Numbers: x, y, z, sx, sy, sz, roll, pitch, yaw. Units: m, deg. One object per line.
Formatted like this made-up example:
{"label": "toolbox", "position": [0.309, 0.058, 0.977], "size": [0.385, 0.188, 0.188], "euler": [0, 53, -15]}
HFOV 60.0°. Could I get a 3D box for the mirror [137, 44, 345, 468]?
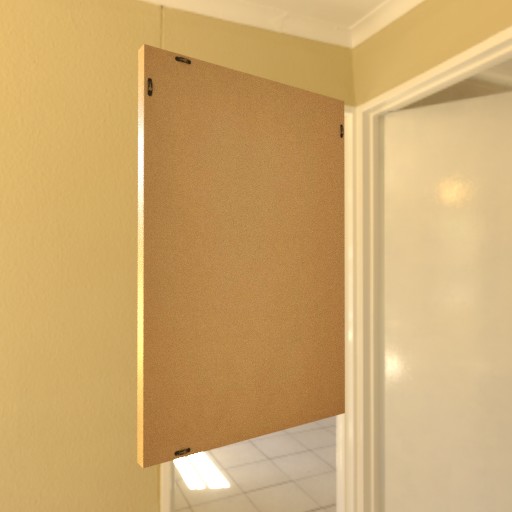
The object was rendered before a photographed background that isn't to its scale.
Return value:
{"label": "mirror", "position": [0.000, 0.000, 1.139], "size": [0.609, 0.915, 0.040], "euler": [0, -1, -34]}
